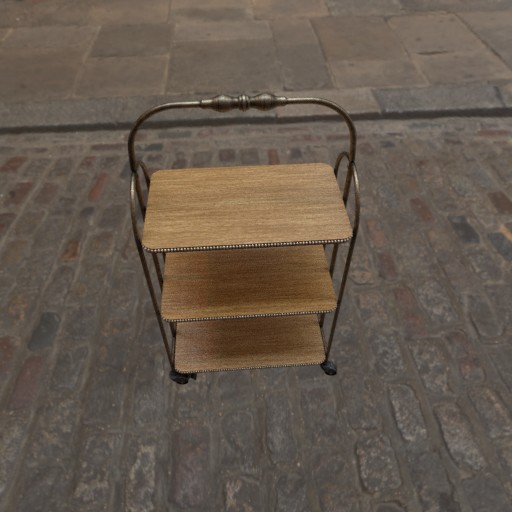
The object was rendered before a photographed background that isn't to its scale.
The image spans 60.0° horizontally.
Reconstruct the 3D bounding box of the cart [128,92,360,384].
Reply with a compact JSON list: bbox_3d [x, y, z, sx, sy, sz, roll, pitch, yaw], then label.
[{"bbox_3d":[0.000,0.000,1.367,0.650,1.052,0.330,-3,47,-3],"label":"cart"}]
